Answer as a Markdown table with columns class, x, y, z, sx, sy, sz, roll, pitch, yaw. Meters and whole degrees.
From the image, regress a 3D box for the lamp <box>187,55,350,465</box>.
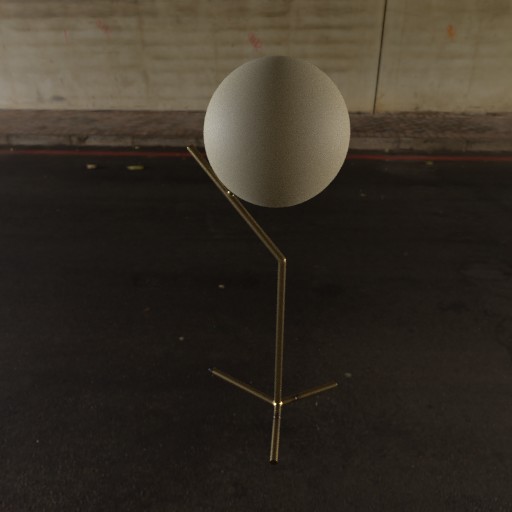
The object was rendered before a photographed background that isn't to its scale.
| class | x | y | z | sx | sy | sz | roll | pitch | yaw |
| --- | --- | --- | --- | --- | --- | --- | --- | --- | --- |
| lamp | 0.000 | 0.000 | 0.668 | 0.251 | 0.552 | 0.210 | 17 | 31 | 32 |
